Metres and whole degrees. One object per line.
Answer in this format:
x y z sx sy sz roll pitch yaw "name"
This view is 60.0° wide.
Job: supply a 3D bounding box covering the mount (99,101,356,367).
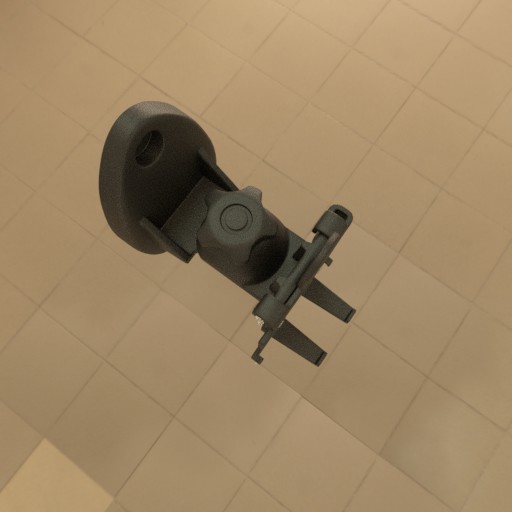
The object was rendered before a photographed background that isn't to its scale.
0.000 0.000 0.176 0.100 0.118 0.066 35 79 8 "mount"
